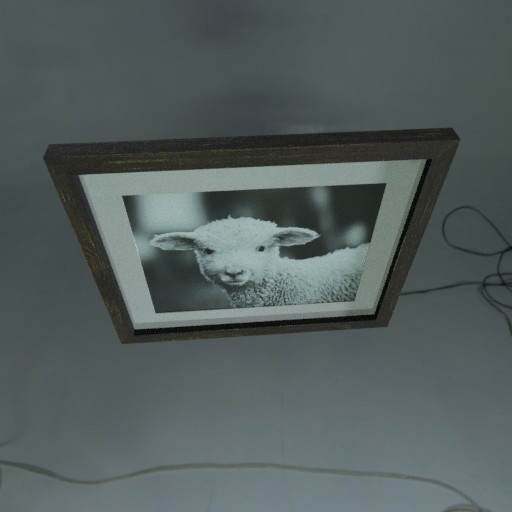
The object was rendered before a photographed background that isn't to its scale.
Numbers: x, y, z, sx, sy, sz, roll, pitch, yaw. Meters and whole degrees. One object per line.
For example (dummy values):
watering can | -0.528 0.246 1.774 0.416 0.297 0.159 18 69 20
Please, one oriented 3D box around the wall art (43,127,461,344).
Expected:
wall art | 0.000 0.000 0.769 0.558 0.457 0.032 -3 48 -3
